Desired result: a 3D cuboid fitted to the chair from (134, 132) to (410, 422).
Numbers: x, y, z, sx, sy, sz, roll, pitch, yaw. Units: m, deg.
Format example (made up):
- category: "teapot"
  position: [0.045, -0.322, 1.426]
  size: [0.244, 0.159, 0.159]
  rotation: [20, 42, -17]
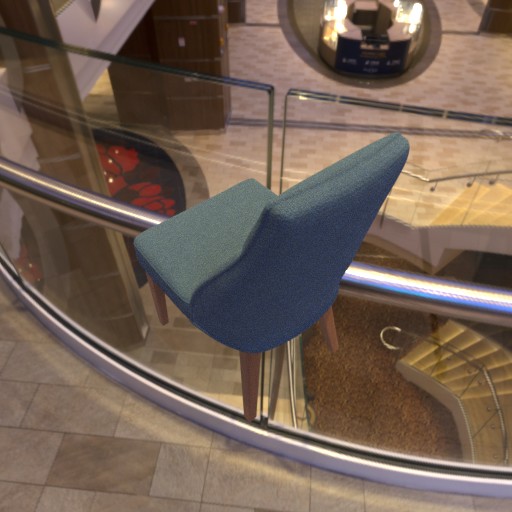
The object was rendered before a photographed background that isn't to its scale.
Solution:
- category: "chair"
  position: [0.000, 0.000, 1.309]
  size: [0.500, 0.930, 0.620]
  rotation: [-32, 54, -26]
